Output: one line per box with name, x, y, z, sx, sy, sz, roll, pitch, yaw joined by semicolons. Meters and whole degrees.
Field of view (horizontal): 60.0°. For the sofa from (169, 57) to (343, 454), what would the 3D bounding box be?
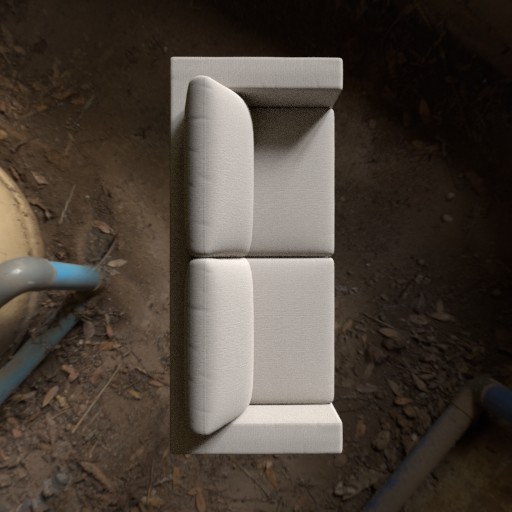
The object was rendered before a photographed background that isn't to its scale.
sofa;0.000;0.000;2.585;0.954;0.881;2.163;0;90;-1
